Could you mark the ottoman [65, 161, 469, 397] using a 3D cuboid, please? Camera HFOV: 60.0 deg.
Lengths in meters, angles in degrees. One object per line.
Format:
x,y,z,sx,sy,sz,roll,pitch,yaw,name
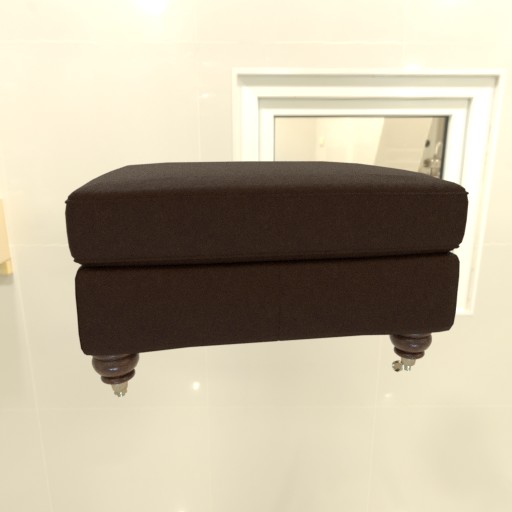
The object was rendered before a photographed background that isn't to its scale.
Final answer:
0.000,0.000,1.779,1.187,0.730,0.967,-2,15,-8,ottoman
